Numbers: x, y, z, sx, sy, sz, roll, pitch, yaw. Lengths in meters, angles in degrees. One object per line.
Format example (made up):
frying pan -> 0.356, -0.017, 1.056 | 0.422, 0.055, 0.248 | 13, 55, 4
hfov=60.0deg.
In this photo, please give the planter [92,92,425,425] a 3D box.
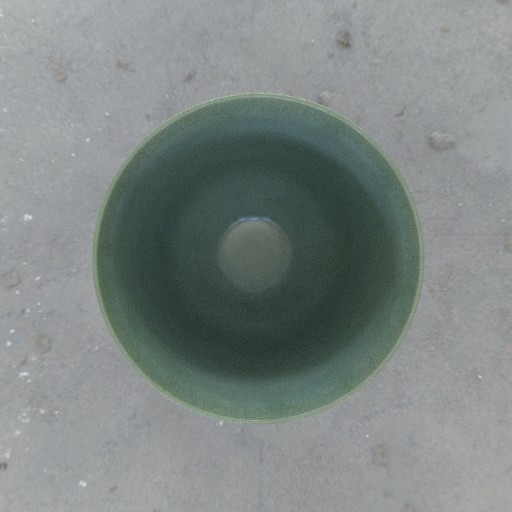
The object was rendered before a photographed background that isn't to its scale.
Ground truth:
planter -> 0.000, 0.000, 0.487 | 0.266, 0.270, 0.266 | 0, 92, -1
